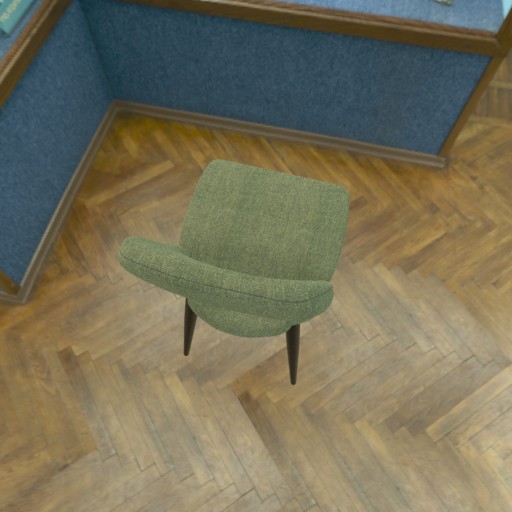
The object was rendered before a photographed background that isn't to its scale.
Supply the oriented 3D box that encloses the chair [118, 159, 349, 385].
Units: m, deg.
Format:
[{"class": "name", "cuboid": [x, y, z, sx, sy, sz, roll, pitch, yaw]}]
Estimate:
[{"class": "chair", "cuboid": [0.000, 0.000, 1.276, 0.470, 0.931, 0.612, 14, 64, 7]}]
